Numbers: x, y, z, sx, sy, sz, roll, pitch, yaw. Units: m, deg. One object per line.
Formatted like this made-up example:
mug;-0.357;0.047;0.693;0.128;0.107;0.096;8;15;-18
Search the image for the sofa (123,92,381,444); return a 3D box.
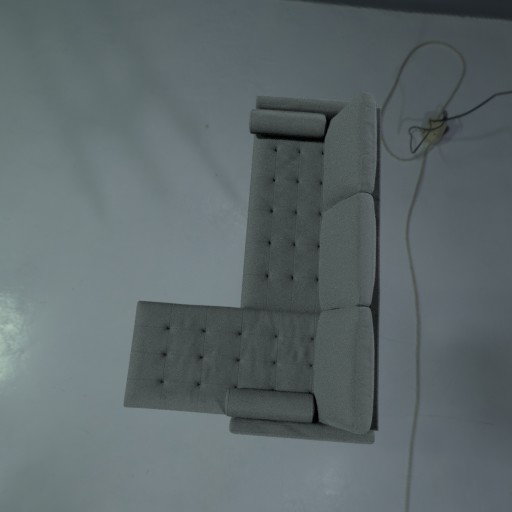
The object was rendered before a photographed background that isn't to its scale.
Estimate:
sofa;0.000;0.000;2.924;1.506;0.876;2.178;4;77;1
